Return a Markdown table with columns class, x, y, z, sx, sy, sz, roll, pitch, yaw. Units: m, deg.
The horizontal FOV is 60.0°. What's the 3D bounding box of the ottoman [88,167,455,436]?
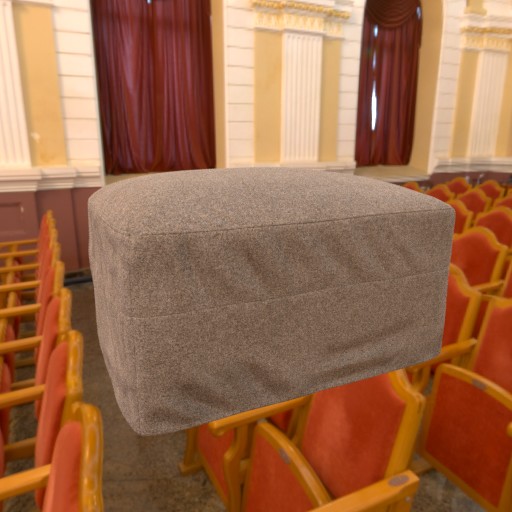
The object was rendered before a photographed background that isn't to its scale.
| class | x | y | z | sx | sy | sz | roll | pitch | yaw |
| --- | --- | --- | --- | --- | --- | --- | --- | --- | --- |
| ottoman | 0.000 | 0.000 | 1.227 | 0.837 | 0.481 | 0.683 | -7 | 16 | -24 |
